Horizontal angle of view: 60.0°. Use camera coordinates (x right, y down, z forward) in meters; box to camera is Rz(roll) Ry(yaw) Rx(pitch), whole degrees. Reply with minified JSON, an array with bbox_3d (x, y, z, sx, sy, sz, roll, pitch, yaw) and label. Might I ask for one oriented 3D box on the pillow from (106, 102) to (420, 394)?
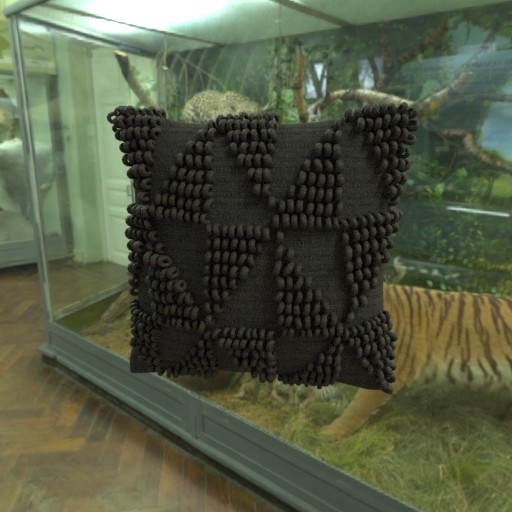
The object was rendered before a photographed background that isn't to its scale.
[{"bbox_3d":[0.000,0.000,0.715,0.470,0.467,0.172,2,15,8],"label":"pillow"}]
